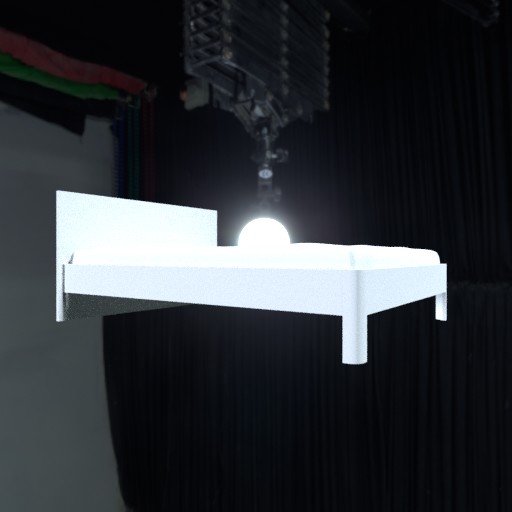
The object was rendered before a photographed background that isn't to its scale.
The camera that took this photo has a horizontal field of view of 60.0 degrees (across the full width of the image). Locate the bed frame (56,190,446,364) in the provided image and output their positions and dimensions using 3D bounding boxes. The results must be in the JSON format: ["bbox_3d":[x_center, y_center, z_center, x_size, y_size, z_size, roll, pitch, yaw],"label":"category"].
[{"bbox_3d":[0.000,0.000,2.770,1.950,0.800,1.490,0,0,35],"label":"bed frame"}]
